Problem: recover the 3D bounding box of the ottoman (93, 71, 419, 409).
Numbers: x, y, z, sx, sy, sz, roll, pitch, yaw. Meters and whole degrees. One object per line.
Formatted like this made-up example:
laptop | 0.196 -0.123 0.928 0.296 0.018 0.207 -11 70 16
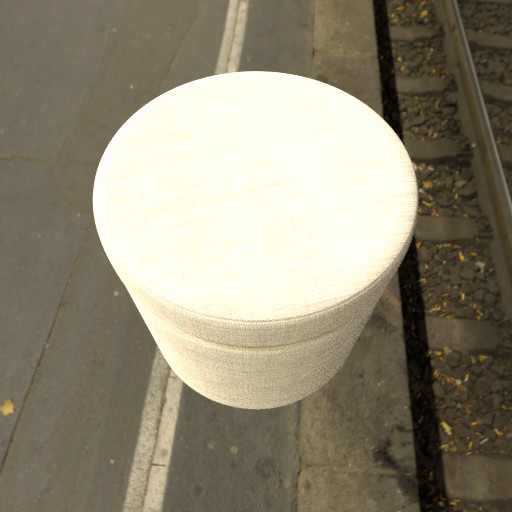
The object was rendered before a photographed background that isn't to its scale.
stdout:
ottoman | 0.000 0.000 0.709 0.400 0.406 0.400 0 59 0
